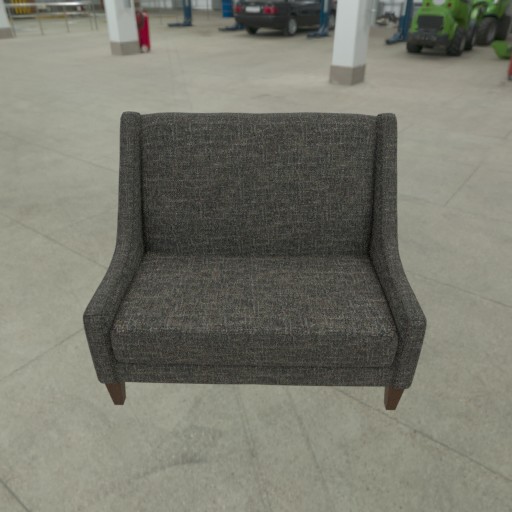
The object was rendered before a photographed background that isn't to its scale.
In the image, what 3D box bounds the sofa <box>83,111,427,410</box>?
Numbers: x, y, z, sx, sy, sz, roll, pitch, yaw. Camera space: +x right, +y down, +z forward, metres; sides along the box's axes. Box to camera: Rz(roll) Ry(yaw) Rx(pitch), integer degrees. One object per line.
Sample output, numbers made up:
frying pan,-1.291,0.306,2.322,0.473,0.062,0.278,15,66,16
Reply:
sofa,0.000,0.000,1.894,1.242,1.021,0.870,1,32,1
